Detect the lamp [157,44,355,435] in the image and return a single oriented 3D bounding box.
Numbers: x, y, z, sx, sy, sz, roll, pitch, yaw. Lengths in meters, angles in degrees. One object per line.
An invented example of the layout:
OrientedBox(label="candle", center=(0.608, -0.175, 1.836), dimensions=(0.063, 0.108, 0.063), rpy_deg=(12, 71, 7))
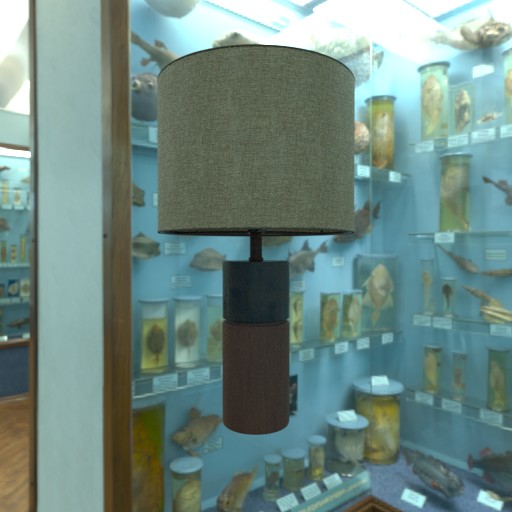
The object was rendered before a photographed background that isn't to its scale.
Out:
OrientedBox(label="lamp", center=(0.000, 0.000, 0.466), dimensions=(0.202, 0.350, 0.202), rpy_deg=(0, 1, 0))
